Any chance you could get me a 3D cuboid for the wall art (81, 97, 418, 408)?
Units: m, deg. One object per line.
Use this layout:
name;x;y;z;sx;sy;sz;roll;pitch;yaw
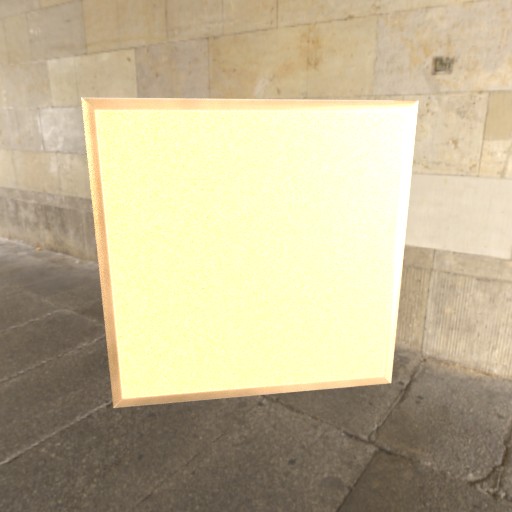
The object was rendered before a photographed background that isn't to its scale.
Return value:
wall art;0.000;0.000;0.457;0.305;0.303;0.038;-2;16;-8
